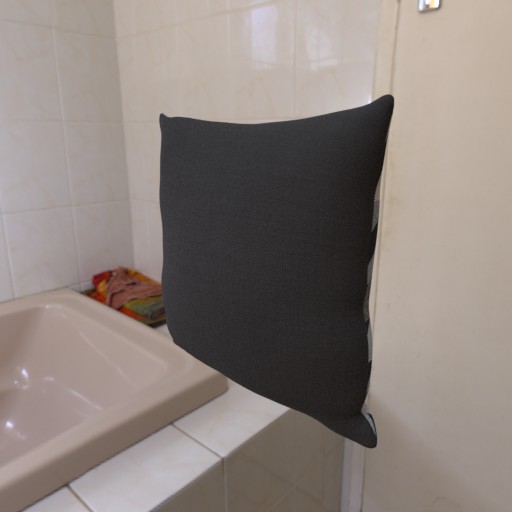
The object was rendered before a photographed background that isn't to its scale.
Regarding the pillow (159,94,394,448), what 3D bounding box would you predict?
[{"bbox_3d":[0.000,0.000,0.760,0.503,0.496,0.208,15,21,42],"label":"pillow"}]
